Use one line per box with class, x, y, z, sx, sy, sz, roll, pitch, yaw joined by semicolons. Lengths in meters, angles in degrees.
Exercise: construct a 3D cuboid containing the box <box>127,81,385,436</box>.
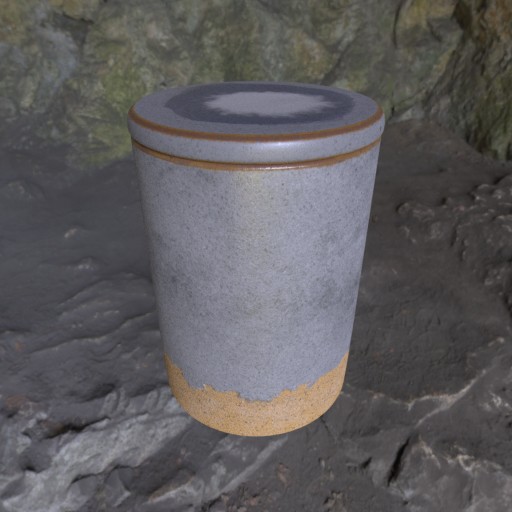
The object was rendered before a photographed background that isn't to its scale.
box;0.000;0.000;0.249;0.118;0.168;0.118;0;31;0
